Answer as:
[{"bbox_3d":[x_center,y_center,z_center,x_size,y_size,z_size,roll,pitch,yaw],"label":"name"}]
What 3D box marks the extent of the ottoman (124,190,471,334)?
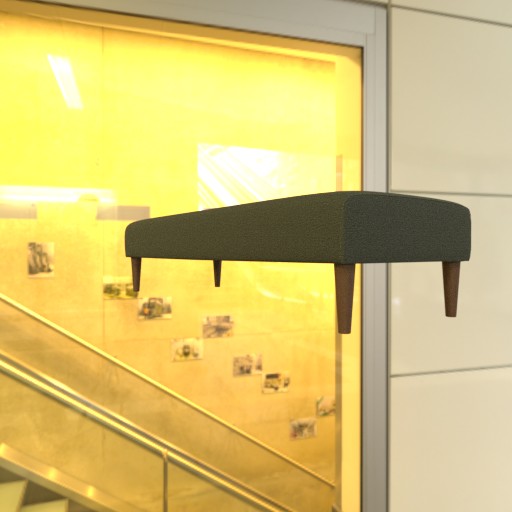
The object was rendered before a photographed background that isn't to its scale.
[{"bbox_3d":[0.000,0.000,1.936,0.646,0.393,1.609,0,1,-36],"label":"ottoman"}]
